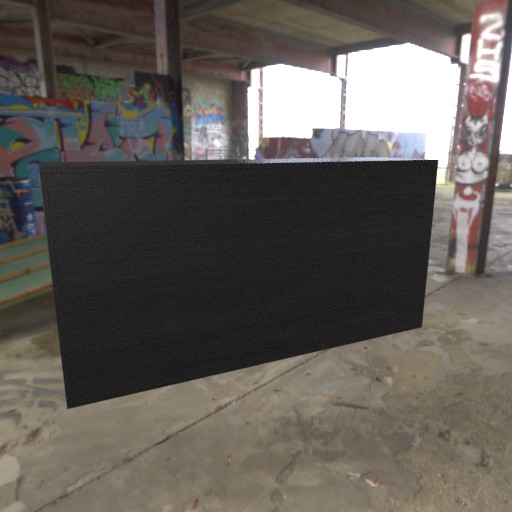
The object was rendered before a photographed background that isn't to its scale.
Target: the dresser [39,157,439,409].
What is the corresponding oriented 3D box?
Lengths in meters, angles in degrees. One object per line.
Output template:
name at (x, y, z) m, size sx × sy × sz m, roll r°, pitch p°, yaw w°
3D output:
dresser at (0.000, 0.000, 1.893) m, size 1.590 × 0.795 × 0.400 m, roll -7°, pitch 16°, yaw -25°
